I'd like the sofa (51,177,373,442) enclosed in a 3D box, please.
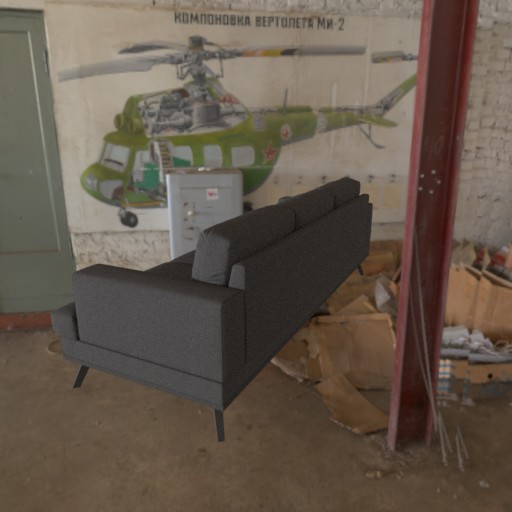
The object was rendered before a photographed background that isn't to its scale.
[{"bbox_3d":[0.000,0.000,2.761,0.920,0.810,2.310,8,19,26],"label":"sofa"}]
